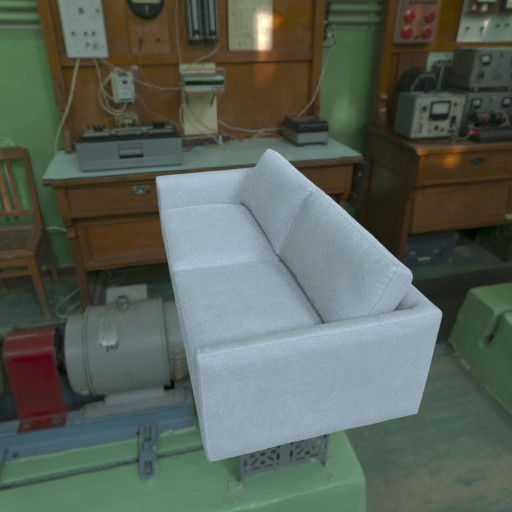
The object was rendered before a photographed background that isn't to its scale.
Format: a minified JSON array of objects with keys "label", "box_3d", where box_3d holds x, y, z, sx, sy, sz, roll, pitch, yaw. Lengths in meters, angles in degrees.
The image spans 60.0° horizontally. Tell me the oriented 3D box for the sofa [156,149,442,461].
[{"label":"sofa","box_3d":[0.000,0.000,2.838,1.090,0.838,2.588,-7,29,-13]}]
